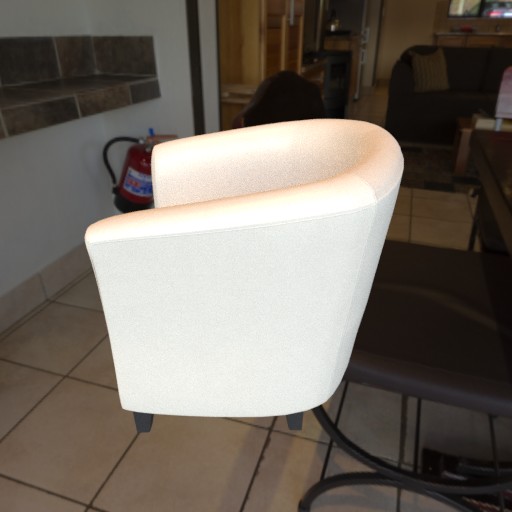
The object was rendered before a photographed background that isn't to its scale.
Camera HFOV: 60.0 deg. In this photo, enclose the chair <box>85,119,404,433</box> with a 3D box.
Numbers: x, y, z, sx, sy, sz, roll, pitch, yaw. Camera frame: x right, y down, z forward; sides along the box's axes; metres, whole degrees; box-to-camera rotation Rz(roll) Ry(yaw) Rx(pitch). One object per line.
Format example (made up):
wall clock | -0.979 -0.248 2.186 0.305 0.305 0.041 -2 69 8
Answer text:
chair | 0.000 0.000 1.345 0.727 0.756 0.792 0 27 -1
